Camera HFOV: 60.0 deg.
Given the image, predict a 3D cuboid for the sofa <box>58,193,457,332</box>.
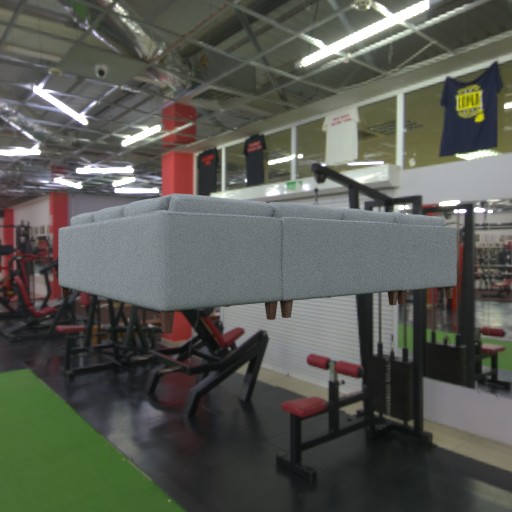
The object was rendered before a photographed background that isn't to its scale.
[{"bbox_3d":[0.000,0.000,4.504,3.238,0.853,2.551,0,1,-37],"label":"sofa"}]
